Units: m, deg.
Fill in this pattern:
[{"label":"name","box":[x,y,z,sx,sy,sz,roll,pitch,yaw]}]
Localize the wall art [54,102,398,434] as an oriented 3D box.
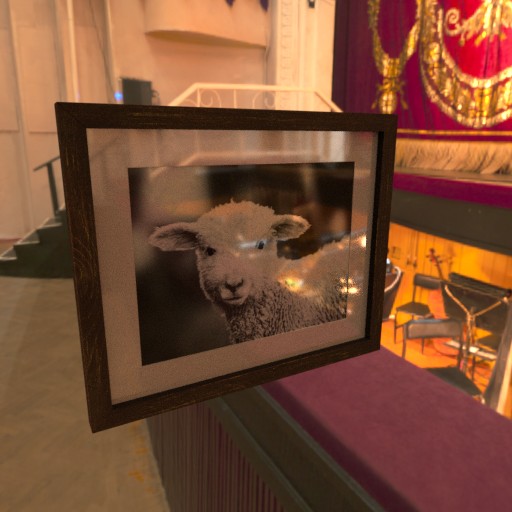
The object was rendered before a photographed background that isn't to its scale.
[{"label":"wall art","box":[0.000,0.000,0.729,0.558,0.457,0.032,-8,17,-28]}]
